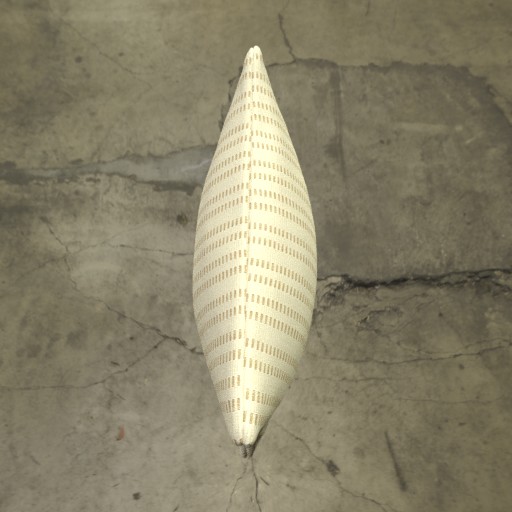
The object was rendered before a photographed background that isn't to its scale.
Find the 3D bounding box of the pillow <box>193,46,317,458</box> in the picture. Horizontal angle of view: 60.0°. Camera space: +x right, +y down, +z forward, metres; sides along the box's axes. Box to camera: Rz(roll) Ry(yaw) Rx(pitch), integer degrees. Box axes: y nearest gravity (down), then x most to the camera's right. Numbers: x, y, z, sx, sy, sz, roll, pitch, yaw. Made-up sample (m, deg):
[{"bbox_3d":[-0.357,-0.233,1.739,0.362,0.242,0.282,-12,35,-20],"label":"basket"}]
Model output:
[{"bbox_3d":[0.000,0.000,0.777,0.210,0.353,0.640,1,64,0],"label":"pillow"}]
